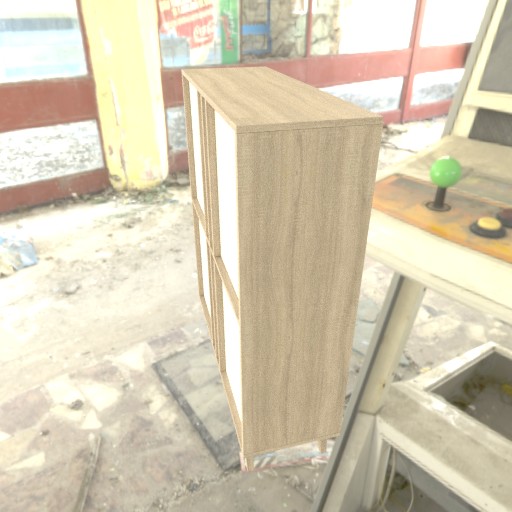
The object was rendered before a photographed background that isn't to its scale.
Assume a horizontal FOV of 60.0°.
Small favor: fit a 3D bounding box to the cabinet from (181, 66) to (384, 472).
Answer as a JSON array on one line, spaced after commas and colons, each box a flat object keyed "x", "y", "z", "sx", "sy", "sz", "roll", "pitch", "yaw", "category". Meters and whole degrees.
[{"x": 0.000, "y": 0.000, "z": 1.922, "sx": 0.398, "sy": 1.388, "sz": 1.111, "roll": -8, "pitch": 30, "yaw": -13, "category": "cabinet"}]
